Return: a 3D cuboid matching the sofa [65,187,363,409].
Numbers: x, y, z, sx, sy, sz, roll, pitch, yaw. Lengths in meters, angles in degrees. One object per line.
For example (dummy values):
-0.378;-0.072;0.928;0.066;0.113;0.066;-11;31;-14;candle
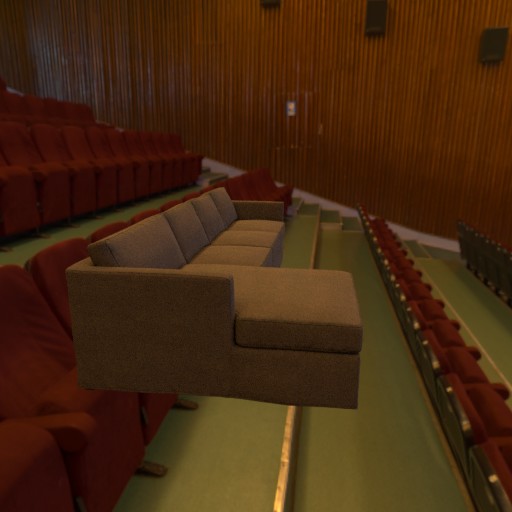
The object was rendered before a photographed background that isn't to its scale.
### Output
0.000;0.000;3.860;1.650;0.922;3.205;2;14;8;sofa
